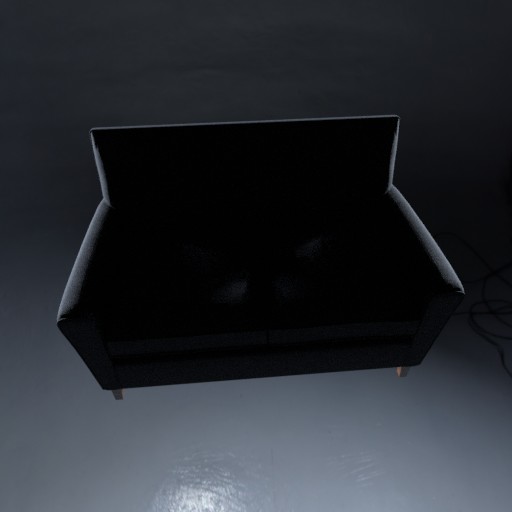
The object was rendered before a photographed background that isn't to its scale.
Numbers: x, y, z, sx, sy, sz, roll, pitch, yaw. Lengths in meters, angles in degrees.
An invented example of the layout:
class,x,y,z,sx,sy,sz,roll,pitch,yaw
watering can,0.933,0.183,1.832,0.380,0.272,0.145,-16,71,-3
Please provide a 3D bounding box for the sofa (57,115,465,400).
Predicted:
class,x,y,z,sx,sy,sz,roll,pitch,yaw
sofa,0.000,0.000,1.935,1.420,0.846,0.875,-4,45,-4
